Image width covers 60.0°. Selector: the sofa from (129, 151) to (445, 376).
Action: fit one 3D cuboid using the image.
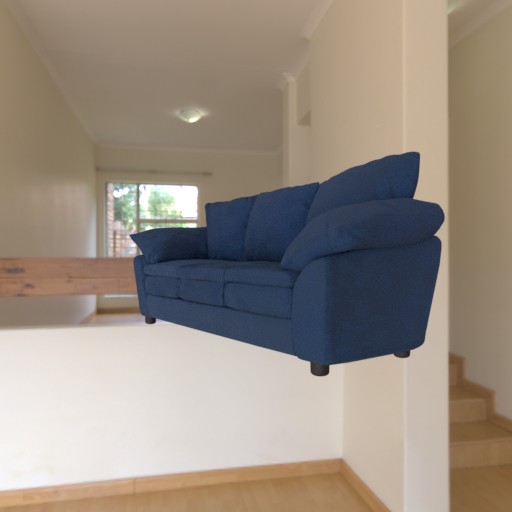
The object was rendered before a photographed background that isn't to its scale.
[{"bbox_3d":[0.000,0.000,2.975,0.907,1.091,2.390,0,0,-36],"label":"sofa"}]
